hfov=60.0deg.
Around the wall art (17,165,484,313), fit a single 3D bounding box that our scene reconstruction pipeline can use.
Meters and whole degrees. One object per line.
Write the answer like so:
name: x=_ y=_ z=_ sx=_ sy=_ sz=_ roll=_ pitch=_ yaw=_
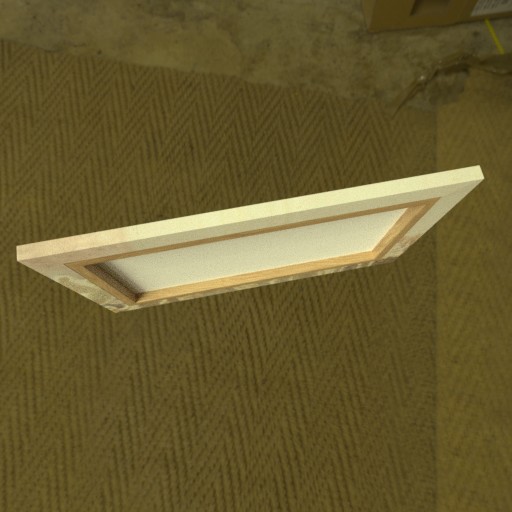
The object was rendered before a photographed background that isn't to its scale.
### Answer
wall art: x=0.000 y=0.000 z=1.432 sx=1.142 sy=0.758 sz=0.041 roll=-10 pitch=74 yaw=-3
